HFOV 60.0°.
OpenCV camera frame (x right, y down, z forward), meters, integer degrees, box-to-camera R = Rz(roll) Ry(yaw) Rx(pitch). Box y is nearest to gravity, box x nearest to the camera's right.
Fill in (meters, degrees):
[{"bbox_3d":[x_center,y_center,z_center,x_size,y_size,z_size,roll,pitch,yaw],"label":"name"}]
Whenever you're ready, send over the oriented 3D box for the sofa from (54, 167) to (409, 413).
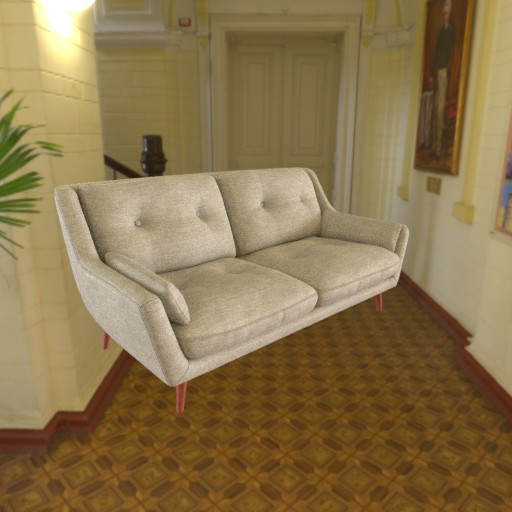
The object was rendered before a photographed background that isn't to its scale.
[{"bbox_3d":[0.000,0.000,2.501,1.930,0.897,0.976,-14,21,-42],"label":"sofa"}]
